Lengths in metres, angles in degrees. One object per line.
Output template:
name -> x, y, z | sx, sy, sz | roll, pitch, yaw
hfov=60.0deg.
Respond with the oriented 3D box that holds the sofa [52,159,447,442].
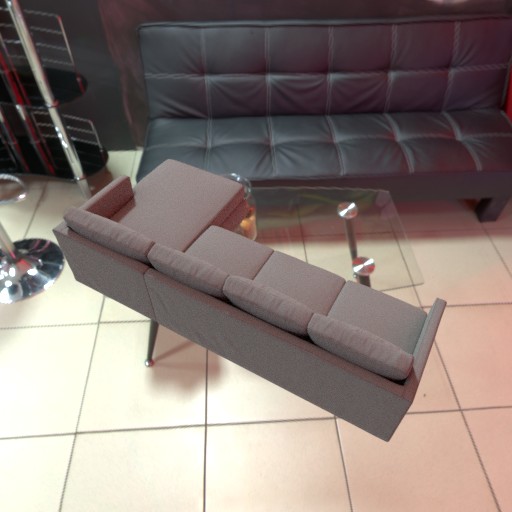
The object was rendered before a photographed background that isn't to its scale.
sofa -> 0.000, 0.000, 3.958 | 3.177, 0.867, 1.622 | 23, 52, 19
